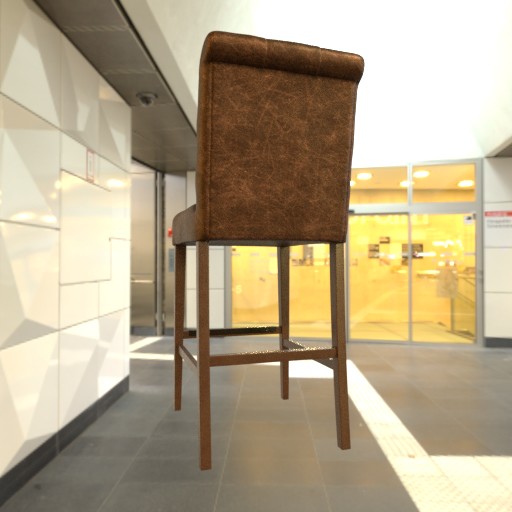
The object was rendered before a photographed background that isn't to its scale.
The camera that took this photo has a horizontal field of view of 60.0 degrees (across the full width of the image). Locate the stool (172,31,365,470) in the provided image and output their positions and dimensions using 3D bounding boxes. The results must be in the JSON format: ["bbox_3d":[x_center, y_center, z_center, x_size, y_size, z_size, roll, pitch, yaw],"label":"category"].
[{"bbox_3d":[0.000,0.000,1.487,0.483,1.168,0.659,0,-1,-18],"label":"stool"}]
